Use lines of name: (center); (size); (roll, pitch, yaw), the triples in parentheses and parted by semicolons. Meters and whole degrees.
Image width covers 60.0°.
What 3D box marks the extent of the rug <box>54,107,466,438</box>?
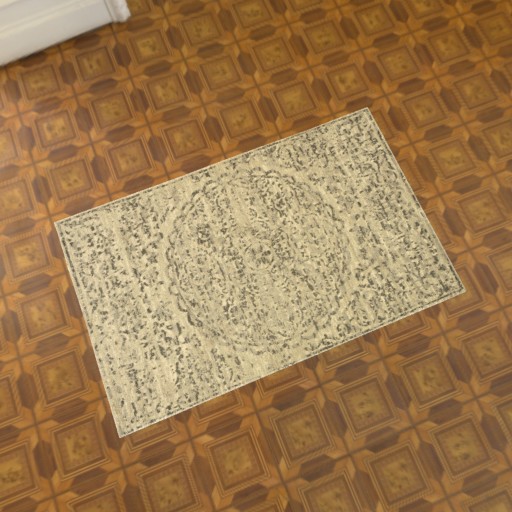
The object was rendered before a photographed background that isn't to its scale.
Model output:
rug: (0.000, 0.000, 3.051); (2.447, 0.021, 1.527); (-21, 76, -6)
